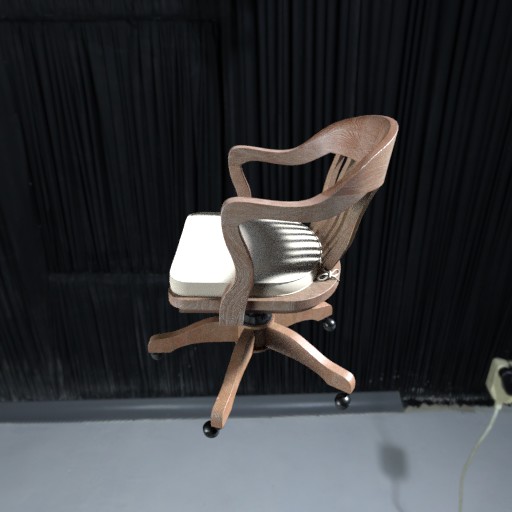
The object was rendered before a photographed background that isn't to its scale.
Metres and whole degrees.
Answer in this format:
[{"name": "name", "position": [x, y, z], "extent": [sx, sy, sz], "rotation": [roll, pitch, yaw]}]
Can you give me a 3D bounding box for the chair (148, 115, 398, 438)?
[{"name": "chair", "position": [0.000, 0.000, 1.463], "extent": [0.788, 0.878, 0.750], "rotation": [-1, 27, -1]}]
